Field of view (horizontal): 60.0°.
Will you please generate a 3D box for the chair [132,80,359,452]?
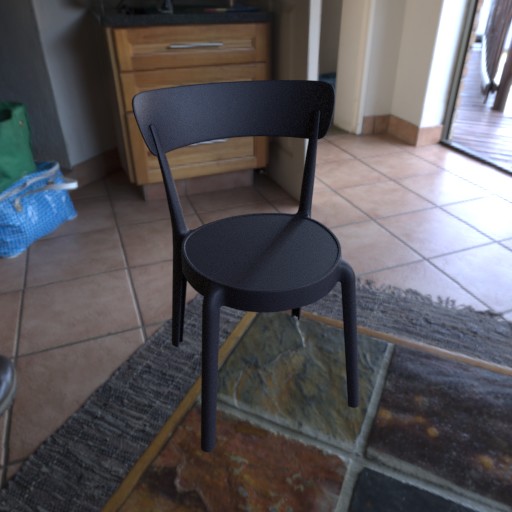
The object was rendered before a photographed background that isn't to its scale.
[{"bbox_3d":[0.000,0.000,1.161,0.506,0.790,0.491,-10,33,-16],"label":"chair"}]
